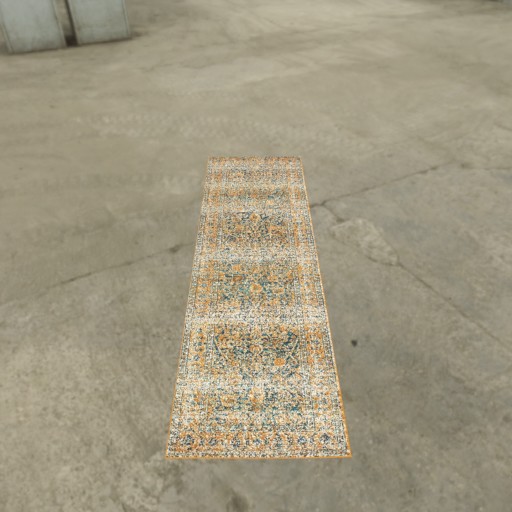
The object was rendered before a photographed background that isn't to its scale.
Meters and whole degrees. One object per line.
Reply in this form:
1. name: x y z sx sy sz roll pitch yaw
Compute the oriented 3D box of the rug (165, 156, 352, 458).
1. rug: 0.000 0.000 2.525 0.704 0.014 2.294 0 41 0
